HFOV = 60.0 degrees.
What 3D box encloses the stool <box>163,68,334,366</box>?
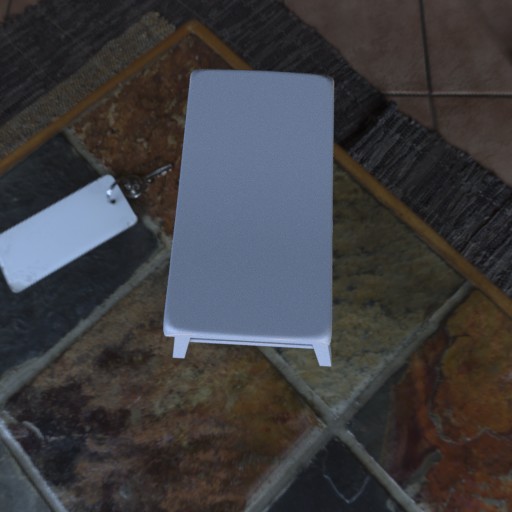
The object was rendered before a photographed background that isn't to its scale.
[{"bbox_3d":[0.000,0.000,1.037,0.476,0.737,0.457,3,75,1],"label":"stool"}]
